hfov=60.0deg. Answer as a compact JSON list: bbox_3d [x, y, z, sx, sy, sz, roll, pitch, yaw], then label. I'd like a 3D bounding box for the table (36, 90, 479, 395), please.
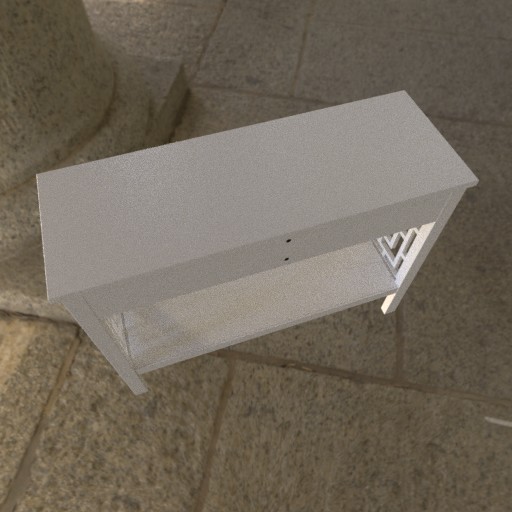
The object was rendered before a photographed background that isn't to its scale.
[{"bbox_3d":[0.000,0.000,1.453,1.068,0.753,0.397,-16,58,-10],"label":"table"}]
